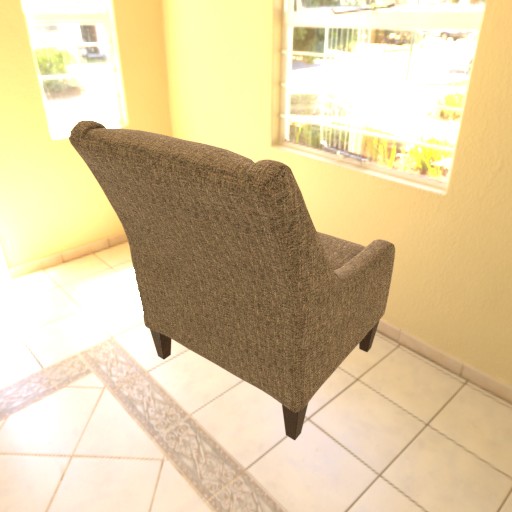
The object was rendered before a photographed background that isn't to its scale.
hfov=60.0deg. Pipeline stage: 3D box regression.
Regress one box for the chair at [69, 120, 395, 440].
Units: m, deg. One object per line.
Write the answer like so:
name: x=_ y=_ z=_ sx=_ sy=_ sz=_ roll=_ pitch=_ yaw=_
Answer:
chair: x=0.000 y=0.000 z=1.634 sx=0.774 sy=1.014 sz=0.870 roll=20 pitch=35 yaw=32
